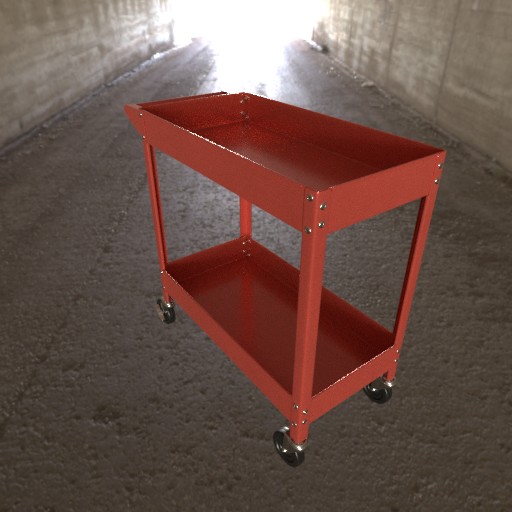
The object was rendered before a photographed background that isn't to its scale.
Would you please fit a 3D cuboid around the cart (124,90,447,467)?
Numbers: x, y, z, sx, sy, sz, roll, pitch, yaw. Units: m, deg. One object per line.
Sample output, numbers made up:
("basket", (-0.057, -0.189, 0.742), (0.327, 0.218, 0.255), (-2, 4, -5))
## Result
("cart", (0.000, 0.000, 1.200), (0.366, 0.719, 0.779), (-21, 37, -30))
